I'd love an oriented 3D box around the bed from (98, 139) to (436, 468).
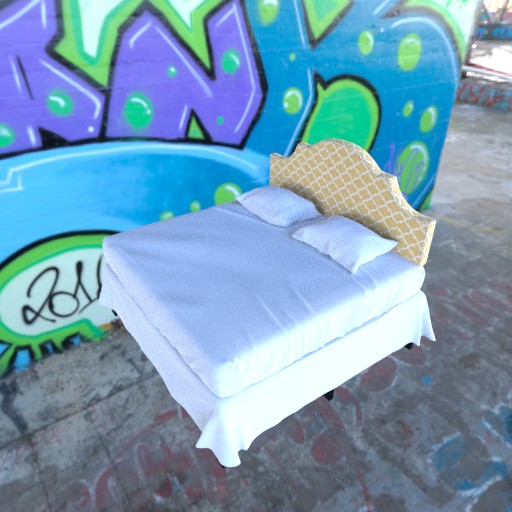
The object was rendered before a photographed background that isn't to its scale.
[{"bbox_3d":[0.000,0.000,3.715,2.222,1.601,2.314,-20,37,-30],"label":"bed"}]
